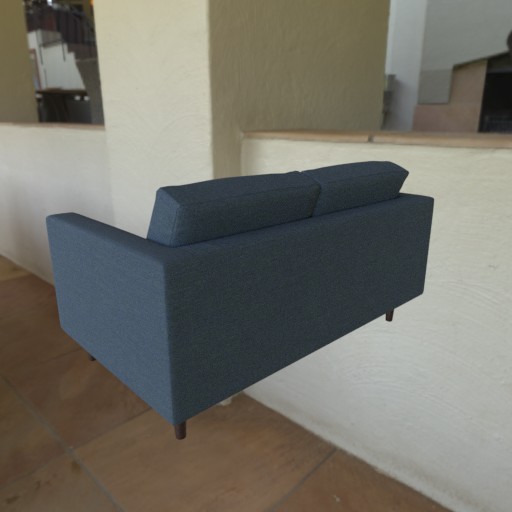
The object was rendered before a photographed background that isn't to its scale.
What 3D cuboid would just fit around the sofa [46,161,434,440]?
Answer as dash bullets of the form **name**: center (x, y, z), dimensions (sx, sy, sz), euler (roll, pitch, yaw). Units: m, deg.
- **sofa**: center (0.000, 0.000, 2.216), dimensions (1.659, 0.907, 0.999), euler (-15, 23, -41)
